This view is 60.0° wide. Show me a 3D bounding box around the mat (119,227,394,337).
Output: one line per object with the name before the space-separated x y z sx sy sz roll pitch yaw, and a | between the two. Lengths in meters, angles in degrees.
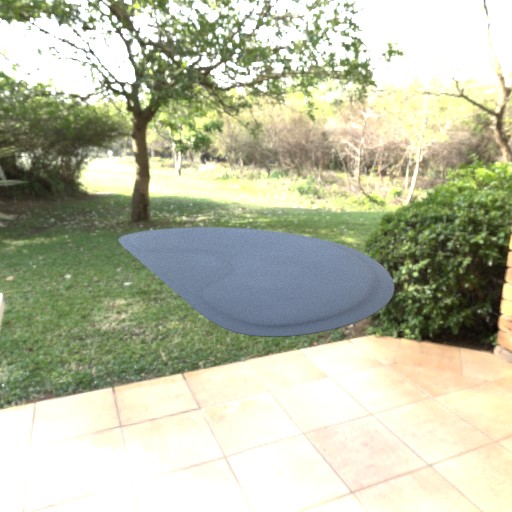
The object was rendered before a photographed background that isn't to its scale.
mat | 0.000 0.000 1.898 0.913 0.013 1.524 -8 17 -28
